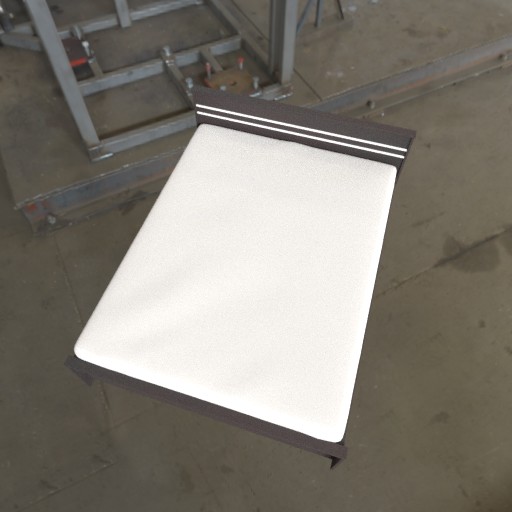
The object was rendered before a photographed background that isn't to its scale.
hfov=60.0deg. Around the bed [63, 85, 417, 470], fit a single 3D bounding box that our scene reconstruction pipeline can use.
[{"bbox_3d":[0.000,0.000,2.955,1.634,0.808,2.103,15,59,9],"label":"bed"}]
